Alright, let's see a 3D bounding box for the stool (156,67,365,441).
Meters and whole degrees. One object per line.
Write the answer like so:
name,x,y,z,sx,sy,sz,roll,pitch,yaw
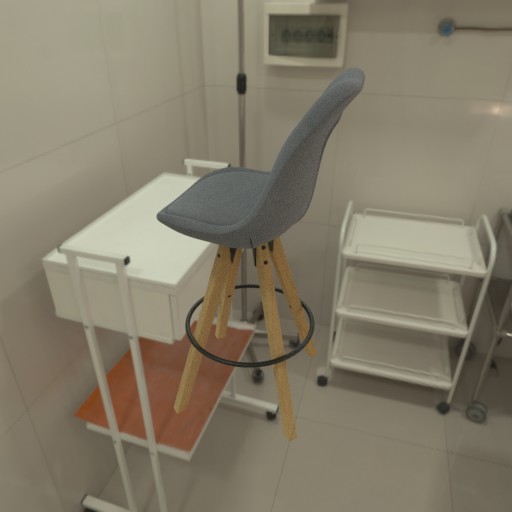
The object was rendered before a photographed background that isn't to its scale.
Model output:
stool,0.000,0.000,1.425,0.550,1.115,0.485,8,31,14
